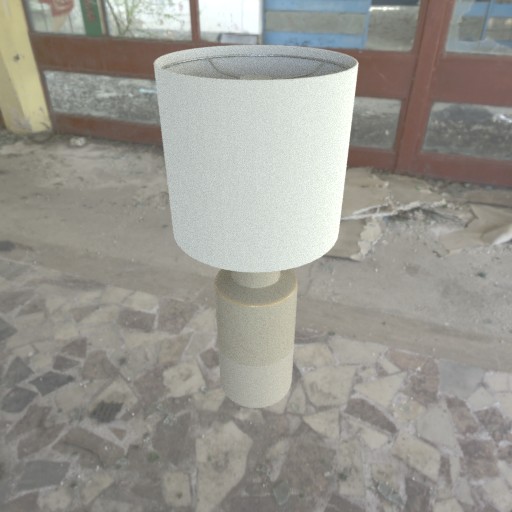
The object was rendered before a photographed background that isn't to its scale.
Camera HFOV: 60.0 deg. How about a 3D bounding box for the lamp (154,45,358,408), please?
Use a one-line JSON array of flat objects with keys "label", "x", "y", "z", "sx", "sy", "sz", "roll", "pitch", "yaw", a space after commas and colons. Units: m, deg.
[{"label": "lamp", "x": 0.000, "y": 0.000, "z": 0.600, "sx": 0.212, "sy": 0.493, "sz": 0.212, "roll": -21, "pitch": 39, "yaw": -29}]
